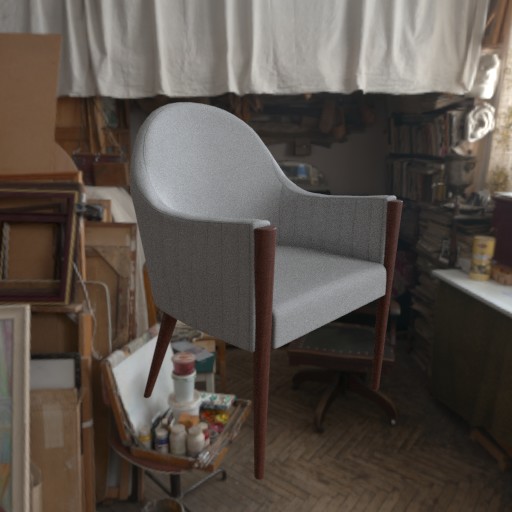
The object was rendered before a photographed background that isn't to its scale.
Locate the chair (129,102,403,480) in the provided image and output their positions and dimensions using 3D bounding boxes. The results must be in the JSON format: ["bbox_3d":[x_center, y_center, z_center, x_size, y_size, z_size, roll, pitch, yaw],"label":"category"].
[{"bbox_3d":[0.000,0.000,1.311,0.620,0.889,0.610,14,21,42],"label":"chair"}]
